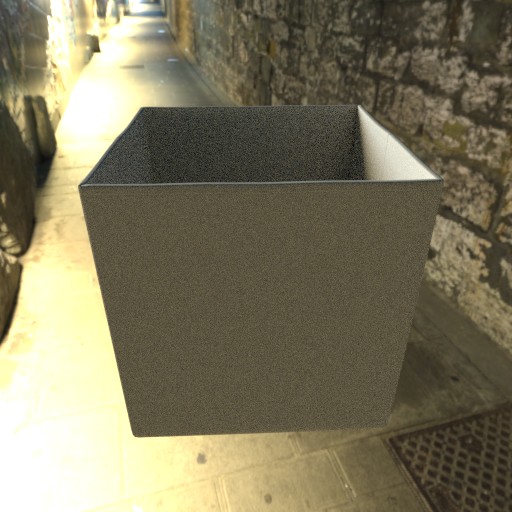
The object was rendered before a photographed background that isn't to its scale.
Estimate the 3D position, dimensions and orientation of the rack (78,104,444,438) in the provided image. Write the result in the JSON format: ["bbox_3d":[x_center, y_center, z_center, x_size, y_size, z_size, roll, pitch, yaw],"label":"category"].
[{"bbox_3d":[0.000,0.000,0.503,0.270,0.280,0.270,-1,31,-2],"label":"rack"}]
